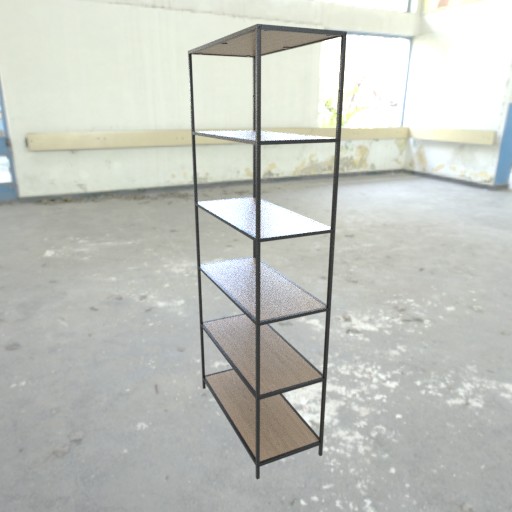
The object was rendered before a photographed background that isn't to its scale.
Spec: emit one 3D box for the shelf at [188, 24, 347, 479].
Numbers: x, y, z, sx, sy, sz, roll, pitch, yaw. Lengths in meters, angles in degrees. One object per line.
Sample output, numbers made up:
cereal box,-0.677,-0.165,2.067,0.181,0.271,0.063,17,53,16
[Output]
shelf,0.000,0.000,2.115,0.350,1.850,0.770,-8,20,-24
